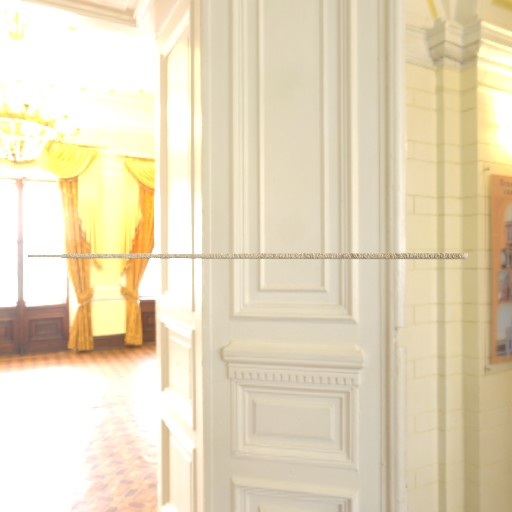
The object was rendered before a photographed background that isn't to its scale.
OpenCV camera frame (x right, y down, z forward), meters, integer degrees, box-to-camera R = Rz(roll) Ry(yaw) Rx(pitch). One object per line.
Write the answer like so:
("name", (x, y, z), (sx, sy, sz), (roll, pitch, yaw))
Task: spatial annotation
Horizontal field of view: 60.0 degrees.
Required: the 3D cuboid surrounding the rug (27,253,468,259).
("rug", (0.000, 0.000, 2.939), (2.349, 0.026, 1.500), (0, 0, 17))
